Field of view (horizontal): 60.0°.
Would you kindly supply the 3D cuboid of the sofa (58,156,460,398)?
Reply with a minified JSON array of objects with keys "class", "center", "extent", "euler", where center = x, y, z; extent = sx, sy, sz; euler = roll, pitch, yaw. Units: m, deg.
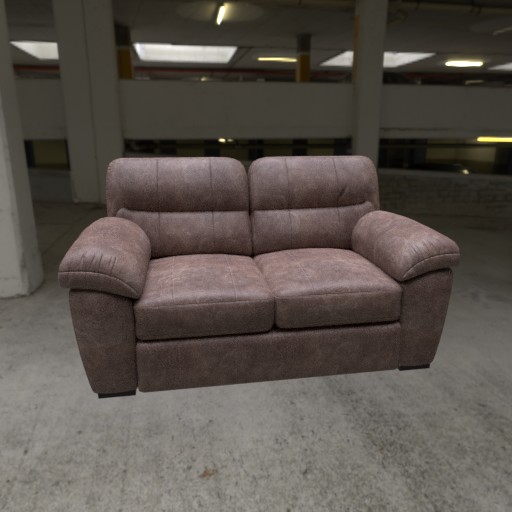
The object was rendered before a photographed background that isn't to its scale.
[{"class":"sofa","center":[0.000,0.000,2.350],"extent":[1.753,0.991,0.991],"euler":[-3,16,-9]}]
